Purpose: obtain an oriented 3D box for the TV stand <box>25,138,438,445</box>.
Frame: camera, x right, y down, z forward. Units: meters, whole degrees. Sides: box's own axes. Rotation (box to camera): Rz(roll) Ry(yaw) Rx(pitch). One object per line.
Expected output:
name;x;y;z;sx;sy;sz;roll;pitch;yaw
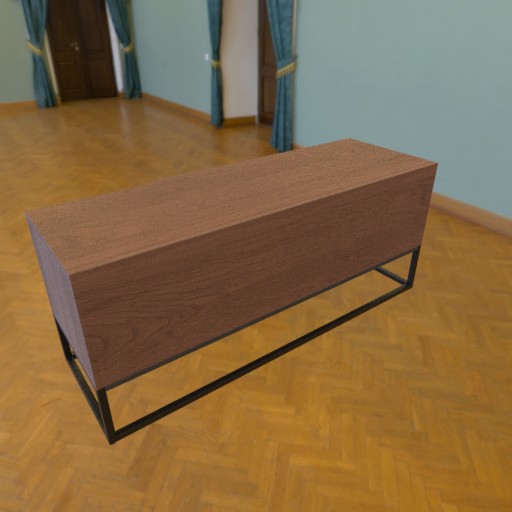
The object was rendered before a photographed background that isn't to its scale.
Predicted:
TV stand;0.000;0.000;1.432;1.200;0.500;0.415;-20;35;-31
